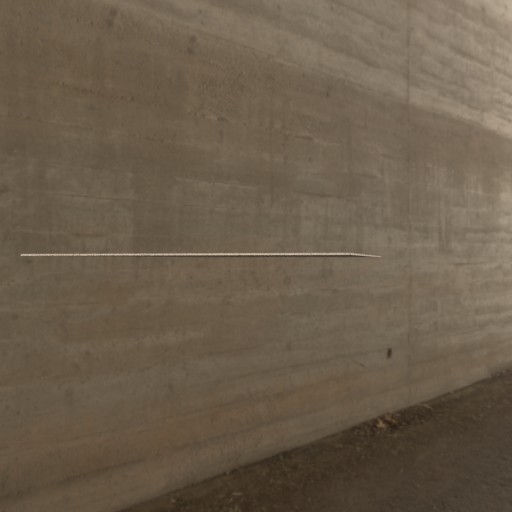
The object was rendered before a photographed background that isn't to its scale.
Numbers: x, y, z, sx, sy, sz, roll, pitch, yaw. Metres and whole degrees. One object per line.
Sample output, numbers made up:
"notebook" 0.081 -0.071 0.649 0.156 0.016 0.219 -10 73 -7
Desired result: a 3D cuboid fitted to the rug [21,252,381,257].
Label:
"rug" 0.000 0.000 3.000 1.524 0.008 2.440 0 0 18
